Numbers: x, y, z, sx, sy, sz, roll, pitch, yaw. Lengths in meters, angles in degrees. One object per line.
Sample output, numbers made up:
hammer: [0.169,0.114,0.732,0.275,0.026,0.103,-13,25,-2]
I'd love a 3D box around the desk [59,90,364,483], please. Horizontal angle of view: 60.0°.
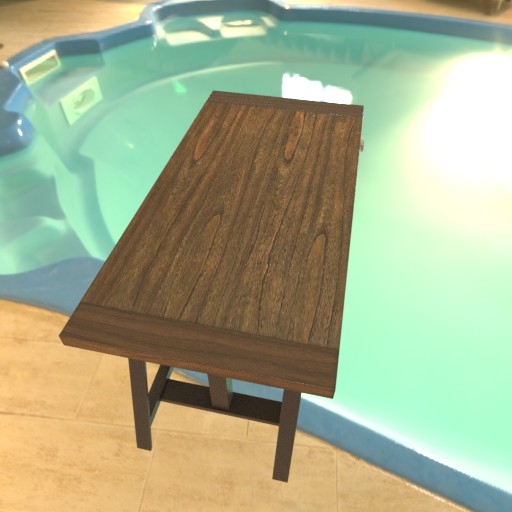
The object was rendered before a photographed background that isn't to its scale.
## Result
desk: [0.000,0.000,1.944,0.784,0.725,1.543,9,46,9]
